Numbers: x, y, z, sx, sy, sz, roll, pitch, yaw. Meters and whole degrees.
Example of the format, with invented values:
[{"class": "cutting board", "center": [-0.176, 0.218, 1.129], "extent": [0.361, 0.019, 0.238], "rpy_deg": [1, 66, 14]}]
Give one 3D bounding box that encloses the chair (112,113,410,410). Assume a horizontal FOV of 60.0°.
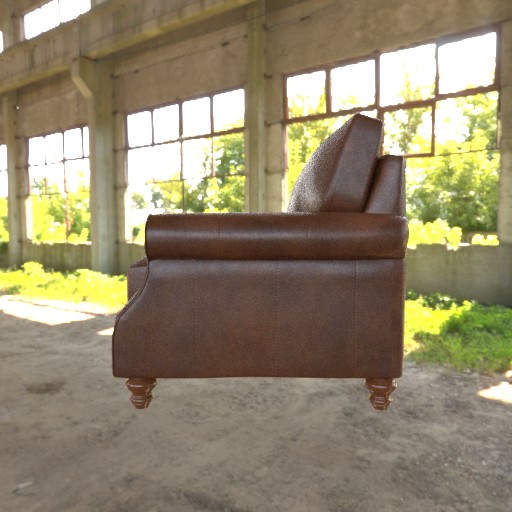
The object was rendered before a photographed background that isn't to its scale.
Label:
[{"class": "chair", "center": [0.000, 0.000, 1.808], "extent": [0.992, 0.972, 0.989], "rpy_deg": [0, 3, 1]}]
